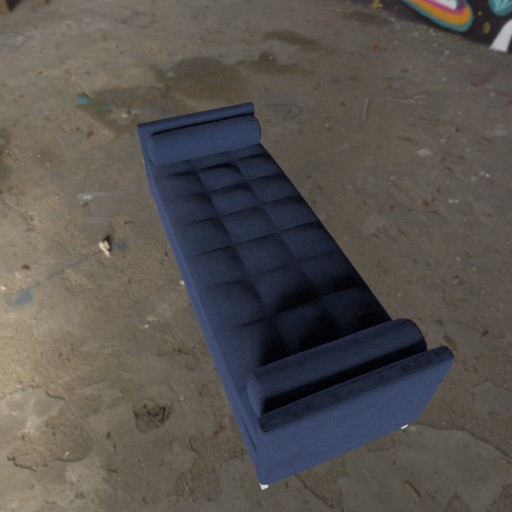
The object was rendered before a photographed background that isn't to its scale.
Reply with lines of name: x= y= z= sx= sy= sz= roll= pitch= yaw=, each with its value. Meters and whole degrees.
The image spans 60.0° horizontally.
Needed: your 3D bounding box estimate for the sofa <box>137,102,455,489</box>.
sofa: x=0.000 y=0.000 z=2.420 sx=0.797 sy=0.657 sz=2.102 roll=-16 pitch=49 yaw=-15
